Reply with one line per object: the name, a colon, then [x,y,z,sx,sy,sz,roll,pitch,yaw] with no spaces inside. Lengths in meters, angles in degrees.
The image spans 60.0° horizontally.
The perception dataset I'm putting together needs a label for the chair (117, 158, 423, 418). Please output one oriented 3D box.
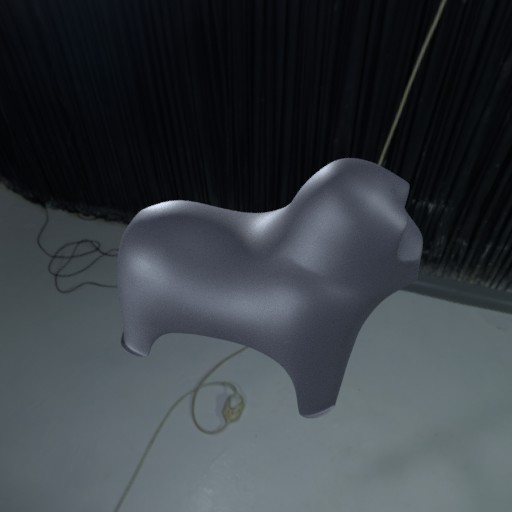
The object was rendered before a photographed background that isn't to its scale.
chair: [0.000,0.000,1.122,0.758,0.600,0.490,11,47,10]
